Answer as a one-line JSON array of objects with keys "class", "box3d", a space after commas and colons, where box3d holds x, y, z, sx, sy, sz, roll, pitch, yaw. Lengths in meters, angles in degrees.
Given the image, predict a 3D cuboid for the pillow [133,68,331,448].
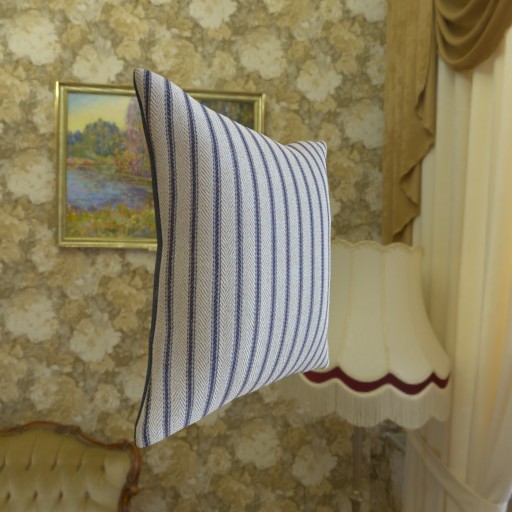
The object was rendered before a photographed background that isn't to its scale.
[{"class": "pillow", "box3d": [0.000, 0.000, 0.691, 0.138, 0.444, 0.468, 0, 1, 37]}]
